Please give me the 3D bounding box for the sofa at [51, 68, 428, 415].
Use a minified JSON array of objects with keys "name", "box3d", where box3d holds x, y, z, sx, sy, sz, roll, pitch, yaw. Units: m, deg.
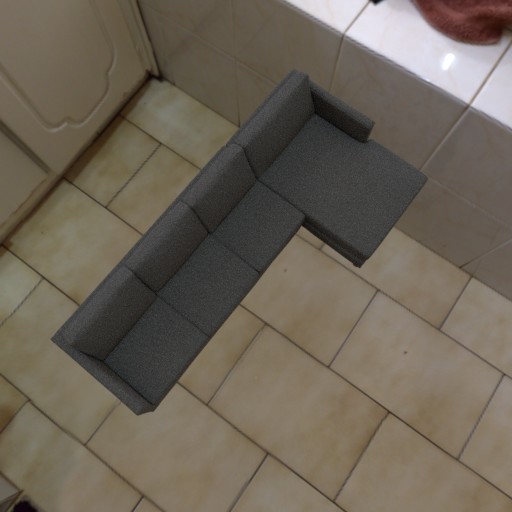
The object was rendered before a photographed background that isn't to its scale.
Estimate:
[{"name":"sofa","box3d":[0.000,0.000,3.897,1.625,0.846,3.186,37,78,9]}]
